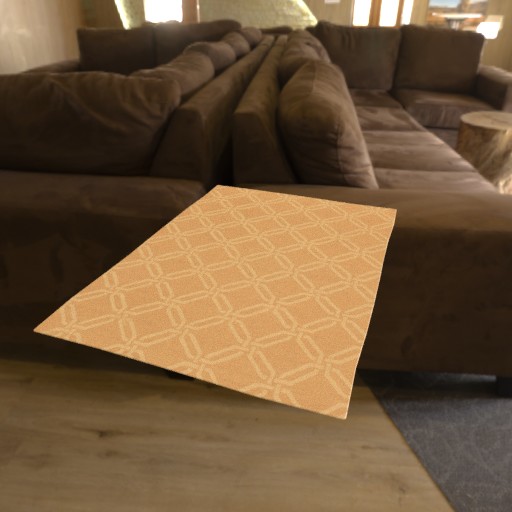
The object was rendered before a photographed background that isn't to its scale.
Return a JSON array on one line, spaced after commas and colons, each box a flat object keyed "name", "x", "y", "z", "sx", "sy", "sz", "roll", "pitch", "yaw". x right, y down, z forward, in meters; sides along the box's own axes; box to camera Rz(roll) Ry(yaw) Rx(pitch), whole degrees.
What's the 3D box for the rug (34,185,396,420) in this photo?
[{"name": "rug", "x": 0.000, "y": 0.000, "z": 2.767, "sx": 1.524, "sy": 0.013, "sz": 2.135, "roll": 10, "pitch": 31, "yaw": 18}]
